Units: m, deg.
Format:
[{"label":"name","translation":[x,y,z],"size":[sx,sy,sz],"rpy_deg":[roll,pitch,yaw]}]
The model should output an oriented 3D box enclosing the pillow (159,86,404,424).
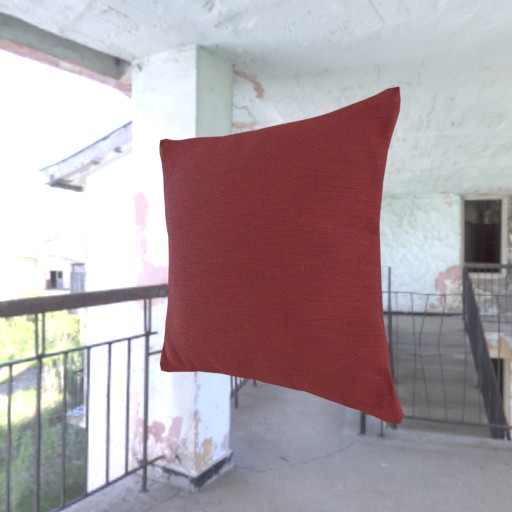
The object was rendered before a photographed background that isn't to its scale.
[{"label":"pillow","translation":[0.000,0.000,0.664],"size":[0.435,0.416,0.151],"rpy_deg":[0,0,36]}]
